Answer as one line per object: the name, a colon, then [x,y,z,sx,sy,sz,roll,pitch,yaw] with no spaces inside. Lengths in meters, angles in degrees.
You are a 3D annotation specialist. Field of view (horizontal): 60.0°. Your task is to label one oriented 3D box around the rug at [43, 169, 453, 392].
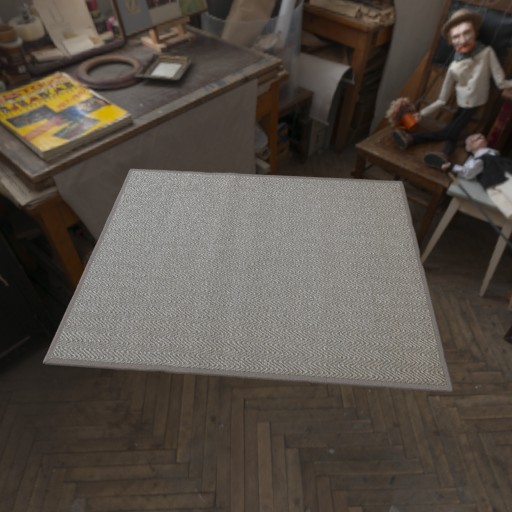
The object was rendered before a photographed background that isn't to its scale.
rug: [0.000,0.000,4.049,3.007,0.032,2.434,3,47,3]
